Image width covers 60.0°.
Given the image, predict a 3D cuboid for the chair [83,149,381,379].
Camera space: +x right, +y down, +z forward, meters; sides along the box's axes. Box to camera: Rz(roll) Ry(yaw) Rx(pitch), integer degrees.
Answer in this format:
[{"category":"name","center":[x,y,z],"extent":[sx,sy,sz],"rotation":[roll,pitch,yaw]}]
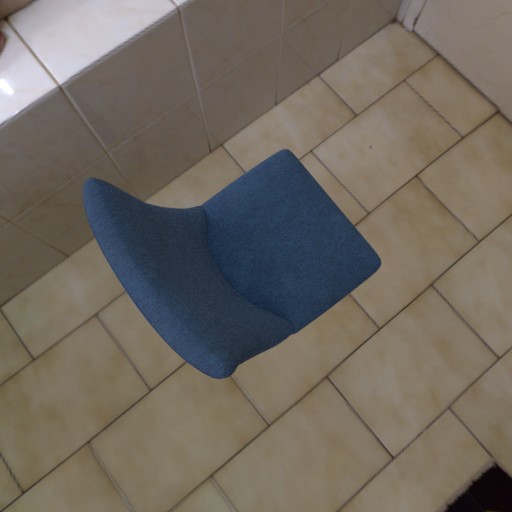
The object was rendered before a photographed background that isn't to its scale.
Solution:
[{"category":"chair","center":[0.000,0.000,1.292],"extent":[0.609,0.902,0.495],"rotation":[-36,78,-8]}]
